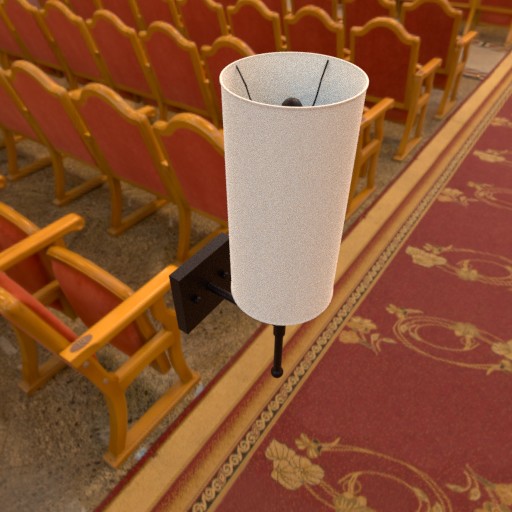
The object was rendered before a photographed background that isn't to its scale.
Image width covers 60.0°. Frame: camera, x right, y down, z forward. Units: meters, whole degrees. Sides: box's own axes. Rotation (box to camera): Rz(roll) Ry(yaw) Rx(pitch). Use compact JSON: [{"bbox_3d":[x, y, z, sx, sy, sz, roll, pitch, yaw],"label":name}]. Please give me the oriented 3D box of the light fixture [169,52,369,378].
[{"bbox_3d":[0.000,0.000,0.556,0.208,0.462,0.128,26,48,26],"label":"light fixture"}]
